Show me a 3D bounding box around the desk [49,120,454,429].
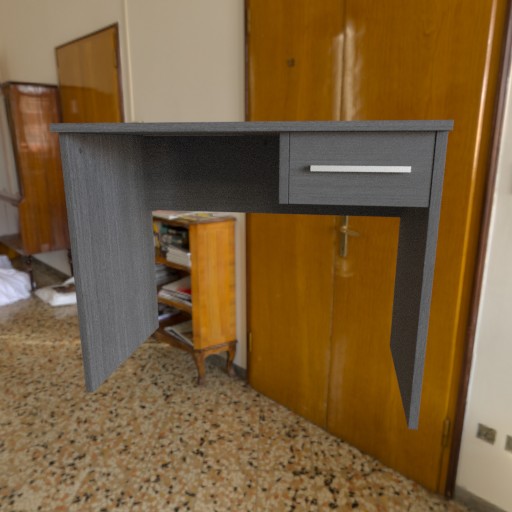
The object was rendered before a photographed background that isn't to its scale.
[{"bbox_3d":[0.000,0.000,1.285,0.893,0.724,0.498,3,15,11],"label":"desk"}]
